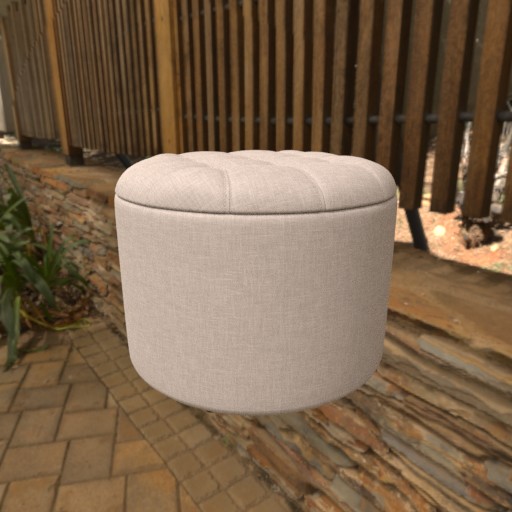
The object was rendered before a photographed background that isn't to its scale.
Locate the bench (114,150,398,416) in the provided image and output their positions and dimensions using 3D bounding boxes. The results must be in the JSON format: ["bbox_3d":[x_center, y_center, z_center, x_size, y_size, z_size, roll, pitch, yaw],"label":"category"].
[{"bbox_3d":[0.000,0.000,1.022,0.600,0.453,0.600,0,17,0],"label":"bench"}]
